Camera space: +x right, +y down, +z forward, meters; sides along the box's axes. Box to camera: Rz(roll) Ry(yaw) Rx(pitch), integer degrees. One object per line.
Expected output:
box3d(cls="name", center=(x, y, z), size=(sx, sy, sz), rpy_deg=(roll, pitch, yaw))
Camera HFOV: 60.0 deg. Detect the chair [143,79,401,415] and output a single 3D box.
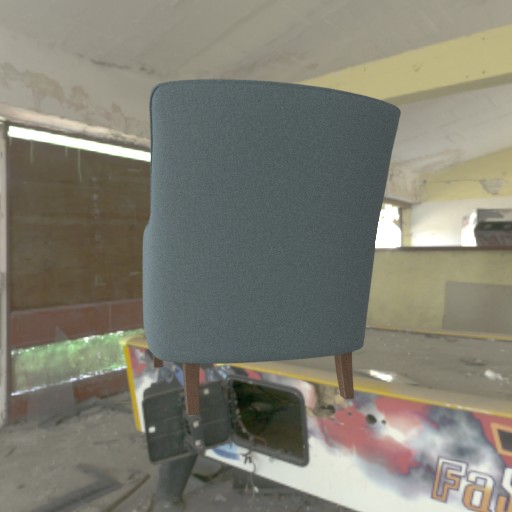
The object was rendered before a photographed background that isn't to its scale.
box3d(cls="chair", center=(0.000, 0.000, 1.553), size=(0.756, 0.916, 0.879), rpy_deg=(0, 0, -16))
